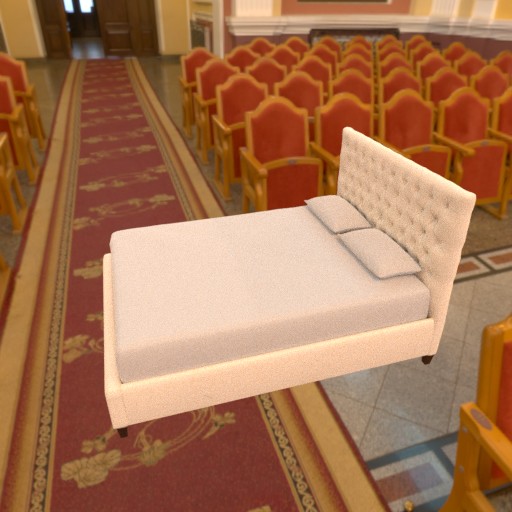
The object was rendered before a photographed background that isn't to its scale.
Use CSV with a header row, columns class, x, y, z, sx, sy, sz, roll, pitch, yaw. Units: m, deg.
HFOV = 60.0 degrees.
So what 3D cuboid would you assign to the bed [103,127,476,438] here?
class,x,y,z,sx,sy,sz,roll,pitch,yaw
bed,0.000,0.000,3.467,2.387,1.427,1.698,-9,32,-14
